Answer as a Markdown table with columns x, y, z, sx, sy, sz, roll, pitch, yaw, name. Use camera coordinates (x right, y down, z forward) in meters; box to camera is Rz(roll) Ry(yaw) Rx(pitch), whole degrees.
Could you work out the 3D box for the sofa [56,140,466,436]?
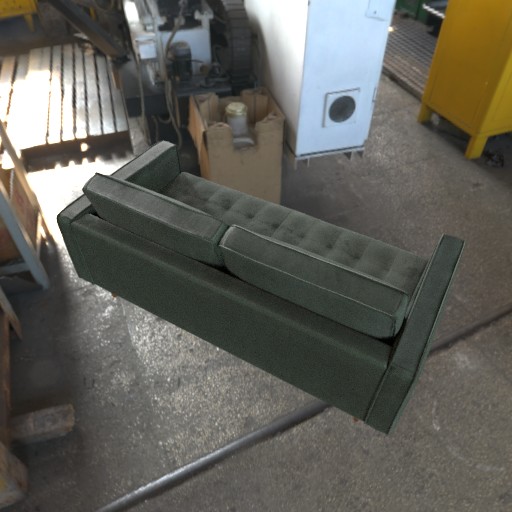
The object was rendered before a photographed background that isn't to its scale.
| x | y | z | sx | sy | sz | roll | pitch | yaw | name |
| --- | --- | --- | --- | --- | --- | --- | --- | --- | --- |
| 0.000 | 0.000 | 2.255 | 1.816 | 0.781 | 0.886 | 22 | 49 | 21 | sofa |
